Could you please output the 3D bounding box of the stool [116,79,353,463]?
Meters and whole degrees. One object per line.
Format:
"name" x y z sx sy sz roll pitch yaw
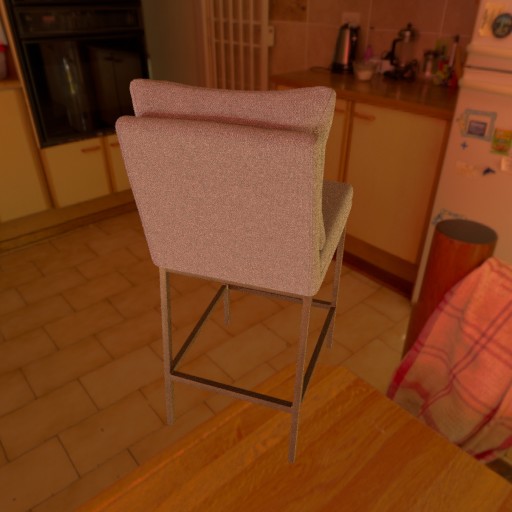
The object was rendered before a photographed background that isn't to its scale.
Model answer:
"stool" 0.000 0.000 1.303 0.463 1.031 0.569 10 33 16
